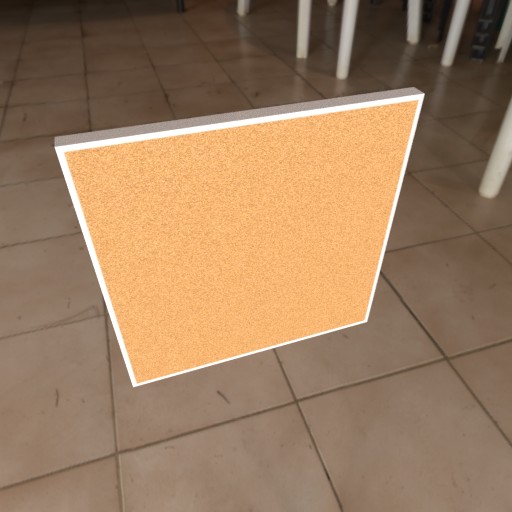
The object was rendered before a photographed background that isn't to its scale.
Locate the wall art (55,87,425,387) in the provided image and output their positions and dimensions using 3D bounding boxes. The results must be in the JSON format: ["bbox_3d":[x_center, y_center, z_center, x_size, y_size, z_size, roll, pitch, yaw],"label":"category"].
[{"bbox_3d":[0.000,0.000,1.145,0.768,0.765,0.041,-13,43,-14],"label":"wall art"}]
